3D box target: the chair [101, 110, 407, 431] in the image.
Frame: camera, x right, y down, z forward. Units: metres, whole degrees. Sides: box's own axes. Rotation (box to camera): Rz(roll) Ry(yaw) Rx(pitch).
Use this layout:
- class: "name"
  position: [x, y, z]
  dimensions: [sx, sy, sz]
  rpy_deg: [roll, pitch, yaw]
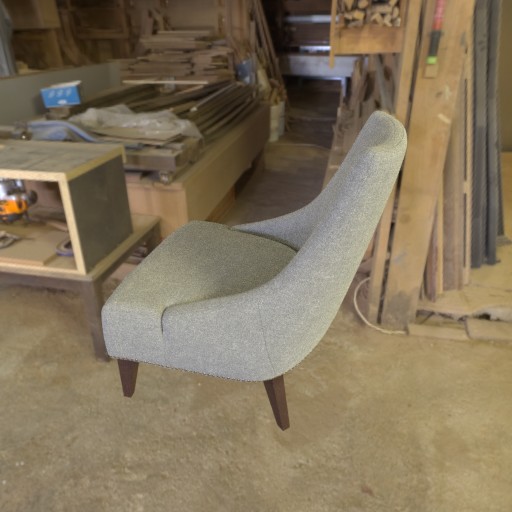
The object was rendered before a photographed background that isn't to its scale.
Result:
- class: "chair"
  position: [0.000, 0.000, 1.518]
  dimensions: [0.861, 0.909, 0.701]
  rpy_deg: [7, 29, 14]
